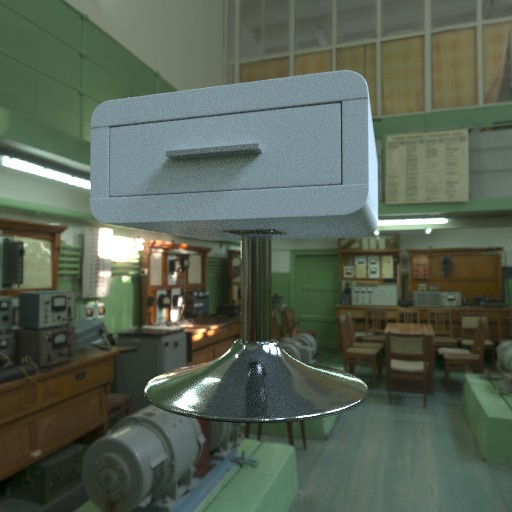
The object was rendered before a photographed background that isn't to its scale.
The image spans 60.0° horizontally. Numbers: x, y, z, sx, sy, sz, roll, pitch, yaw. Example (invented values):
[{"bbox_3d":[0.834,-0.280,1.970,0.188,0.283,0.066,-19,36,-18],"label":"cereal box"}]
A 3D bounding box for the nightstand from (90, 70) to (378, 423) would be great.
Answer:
[{"bbox_3d":[0.000,0.000,0.768,0.399,0.447,0.404,-1,-2,17],"label":"nightstand"}]
